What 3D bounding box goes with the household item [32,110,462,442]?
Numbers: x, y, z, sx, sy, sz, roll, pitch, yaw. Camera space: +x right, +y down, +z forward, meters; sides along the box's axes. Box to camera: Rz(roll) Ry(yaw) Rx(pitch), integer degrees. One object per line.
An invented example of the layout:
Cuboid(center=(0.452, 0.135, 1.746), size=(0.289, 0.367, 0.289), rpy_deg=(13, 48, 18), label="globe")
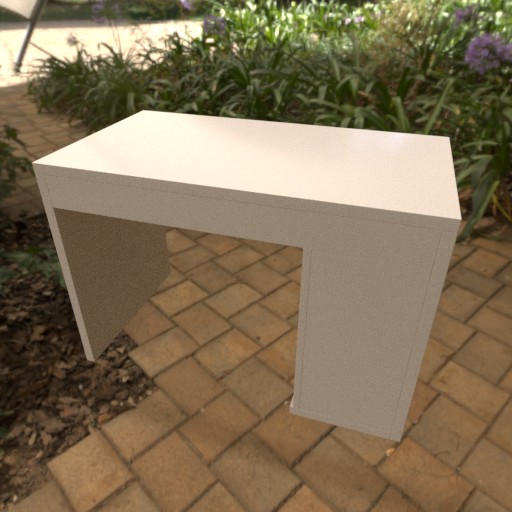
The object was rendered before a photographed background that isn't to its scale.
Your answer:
Cuboid(center=(0.000, 0.000, 1.512), size=(1.100, 0.749, 0.597), rpy_deg=(10, 33, 15), label="household item")
